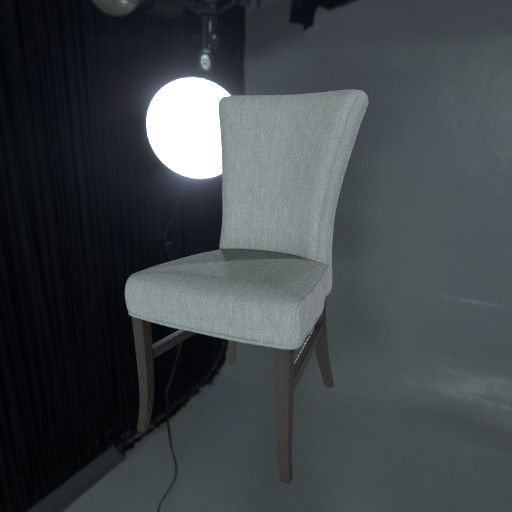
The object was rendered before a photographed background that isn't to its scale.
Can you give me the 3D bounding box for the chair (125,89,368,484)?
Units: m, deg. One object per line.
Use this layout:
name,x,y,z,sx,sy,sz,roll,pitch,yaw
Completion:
chair,0.000,0.000,1.363,0.520,0.991,0.660,7,16,25
